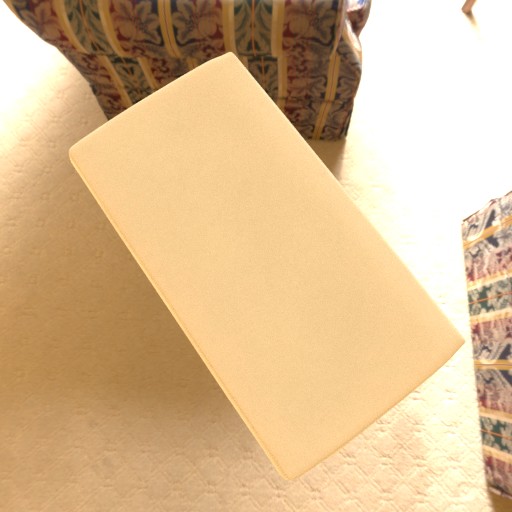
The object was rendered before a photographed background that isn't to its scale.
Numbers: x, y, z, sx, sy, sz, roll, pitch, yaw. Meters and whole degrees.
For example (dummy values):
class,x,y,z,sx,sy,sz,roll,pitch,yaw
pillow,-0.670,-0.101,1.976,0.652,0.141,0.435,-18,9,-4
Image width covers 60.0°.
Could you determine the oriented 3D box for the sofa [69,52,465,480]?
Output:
class,x,y,z,sx,sy,sz,roll,pitch,yaw
sofa,0.000,0.000,2.047,0.939,0.552,1.677,-35,79,-8
